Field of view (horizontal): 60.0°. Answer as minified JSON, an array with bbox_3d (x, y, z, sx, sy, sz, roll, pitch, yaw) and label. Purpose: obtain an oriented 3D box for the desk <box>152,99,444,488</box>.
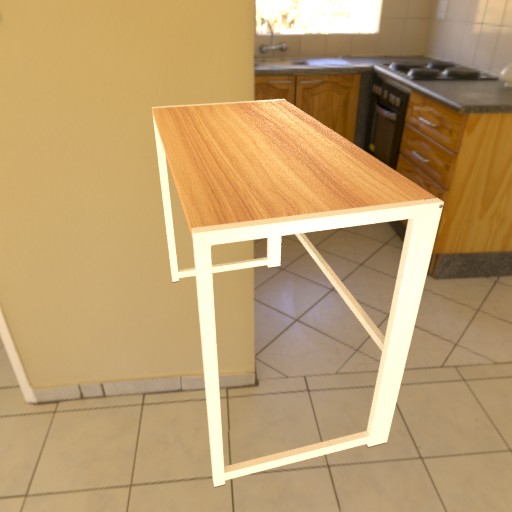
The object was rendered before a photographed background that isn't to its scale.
[{"bbox_3d":[0.000,0.000,1.449,0.508,0.762,1.016,-8,32,-13],"label":"desk"}]
